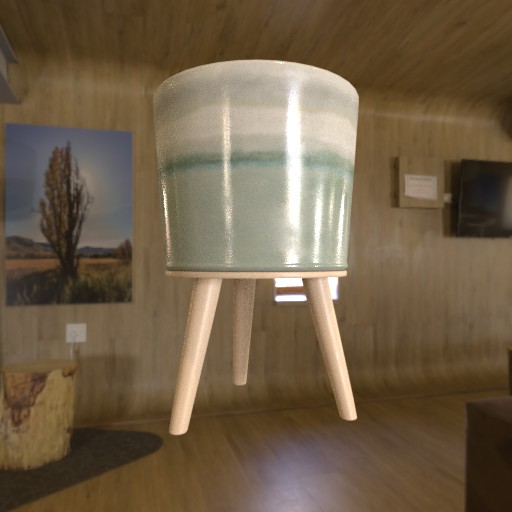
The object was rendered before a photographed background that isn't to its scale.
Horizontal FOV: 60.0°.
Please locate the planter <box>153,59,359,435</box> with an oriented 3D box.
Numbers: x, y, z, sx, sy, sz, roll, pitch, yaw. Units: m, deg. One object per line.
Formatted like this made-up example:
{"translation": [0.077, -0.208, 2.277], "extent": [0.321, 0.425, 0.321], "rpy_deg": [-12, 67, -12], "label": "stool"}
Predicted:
{"translation": [0.000, 0.000, 0.584], "extent": [0.265, 0.404, 0.265], "rpy_deg": [0, -1, 0], "label": "planter"}
